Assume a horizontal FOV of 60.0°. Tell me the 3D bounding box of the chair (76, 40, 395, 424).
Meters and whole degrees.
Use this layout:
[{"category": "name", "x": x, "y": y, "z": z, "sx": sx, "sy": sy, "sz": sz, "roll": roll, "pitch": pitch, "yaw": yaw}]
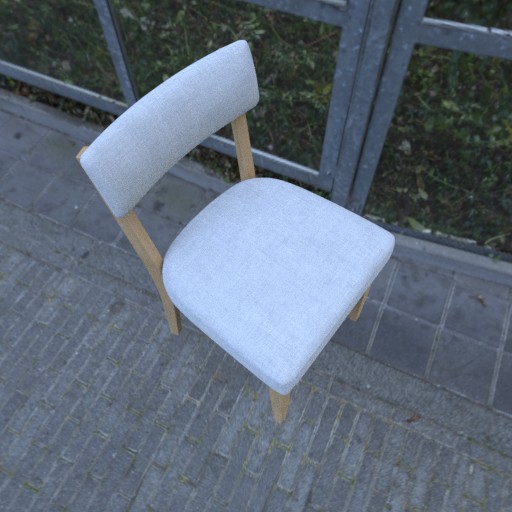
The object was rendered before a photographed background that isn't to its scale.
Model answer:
[{"category": "chair", "x": 0.000, "y": 0.000, "z": 1.187, "sx": 0.572, "sy": 0.832, "sz": 0.508, "roll": 34, "pitch": 64, "yaw": 19}]
